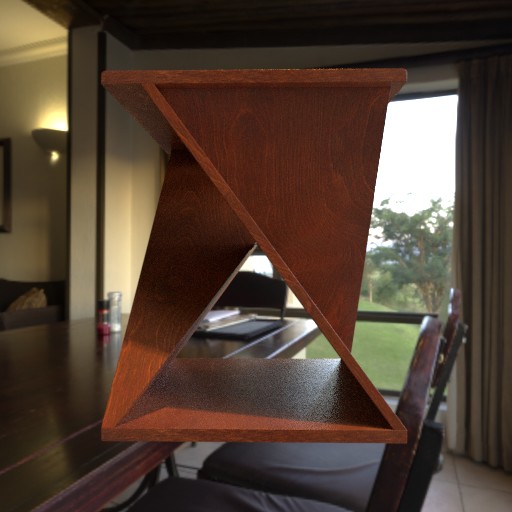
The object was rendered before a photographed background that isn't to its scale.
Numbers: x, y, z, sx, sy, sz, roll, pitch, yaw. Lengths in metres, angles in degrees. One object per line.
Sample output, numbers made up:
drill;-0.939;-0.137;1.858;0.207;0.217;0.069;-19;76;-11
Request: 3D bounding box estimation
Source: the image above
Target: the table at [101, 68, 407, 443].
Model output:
table;0.000;0.000;0.832;0.427;0.520;0.427;0;0;1
